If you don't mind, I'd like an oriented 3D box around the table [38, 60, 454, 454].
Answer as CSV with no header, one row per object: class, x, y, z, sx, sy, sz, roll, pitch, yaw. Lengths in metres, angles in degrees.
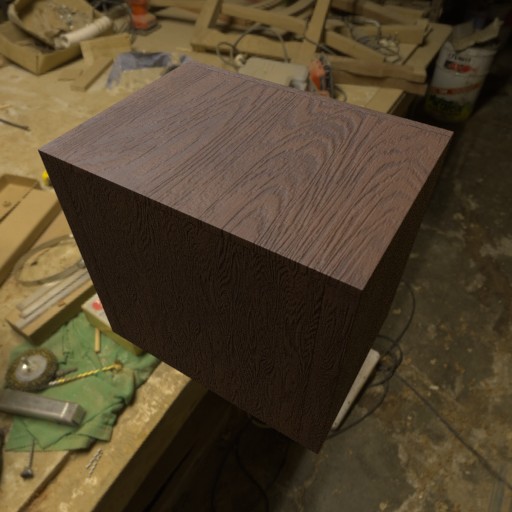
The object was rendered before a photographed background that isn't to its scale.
table,0.000,0.000,0.954,0.560,0.585,0.439,24,51,21
